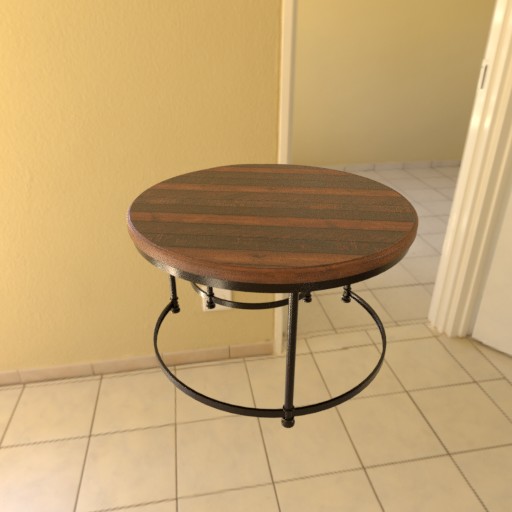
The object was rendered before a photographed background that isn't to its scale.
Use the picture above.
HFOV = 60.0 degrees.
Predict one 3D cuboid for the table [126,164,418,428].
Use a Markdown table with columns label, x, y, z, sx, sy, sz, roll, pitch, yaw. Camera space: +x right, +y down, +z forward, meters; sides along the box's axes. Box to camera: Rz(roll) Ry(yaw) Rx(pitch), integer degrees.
| label | x | y | z | sx | sy | sz | roll | pitch | yaw |
| --- | --- | --- | --- | --- | --- | --- | --- | --- | --- |
| table | 0.000 | 0.000 | 1.608 | 0.870 | 0.516 | 1.152 | -9 | 29 | -17 |
